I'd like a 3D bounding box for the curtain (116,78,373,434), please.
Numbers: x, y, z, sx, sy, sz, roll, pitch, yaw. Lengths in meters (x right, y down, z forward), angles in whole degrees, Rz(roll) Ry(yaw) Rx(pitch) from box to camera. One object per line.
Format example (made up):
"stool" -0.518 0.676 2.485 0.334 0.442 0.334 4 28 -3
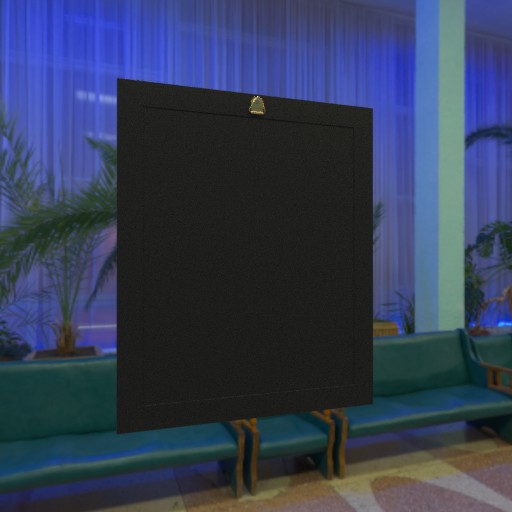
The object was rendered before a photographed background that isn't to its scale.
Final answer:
"curtain" 0.000 0.000 0.806 0.483 0.585 0.027 0 0 -18
